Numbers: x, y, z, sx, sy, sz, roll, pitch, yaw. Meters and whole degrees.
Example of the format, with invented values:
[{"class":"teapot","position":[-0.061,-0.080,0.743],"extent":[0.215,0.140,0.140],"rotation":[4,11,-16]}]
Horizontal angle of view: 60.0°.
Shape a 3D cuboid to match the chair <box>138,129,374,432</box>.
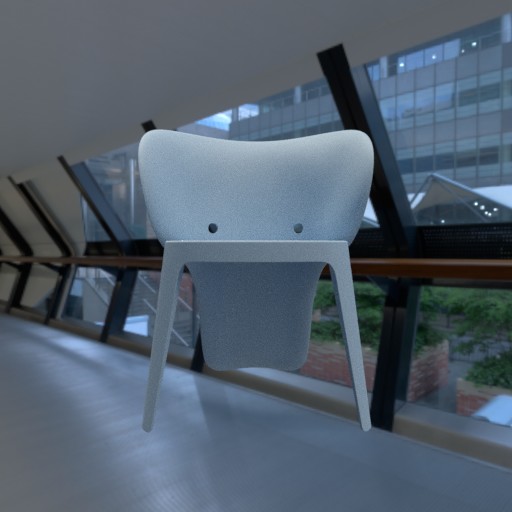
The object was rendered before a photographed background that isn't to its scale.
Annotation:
[{"class":"chair","position":[0.000,0.000,0.877],"extent":[0.451,0.554,0.402],"rotation":[0,1,0]}]
